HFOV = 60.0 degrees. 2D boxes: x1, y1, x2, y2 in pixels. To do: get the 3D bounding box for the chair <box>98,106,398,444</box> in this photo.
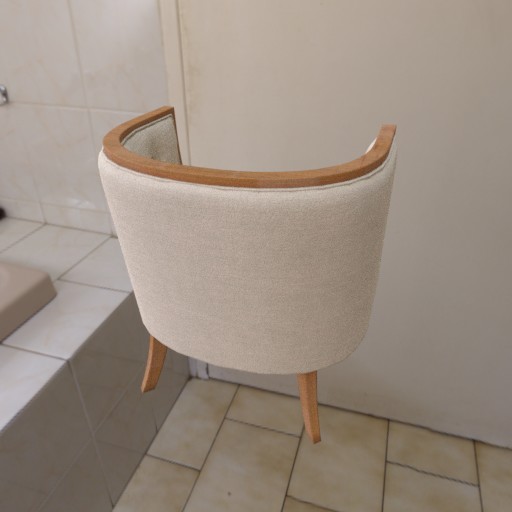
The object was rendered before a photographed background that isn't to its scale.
[{"bbox_3d":[0.000,0.000,1.334,0.711,0.775,0.757,10,32,17],"label":"chair"}]
